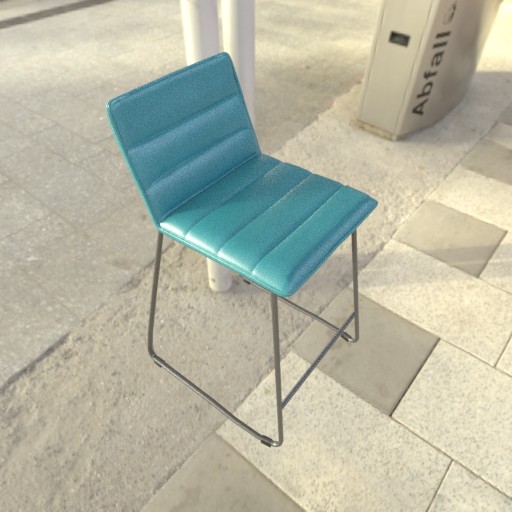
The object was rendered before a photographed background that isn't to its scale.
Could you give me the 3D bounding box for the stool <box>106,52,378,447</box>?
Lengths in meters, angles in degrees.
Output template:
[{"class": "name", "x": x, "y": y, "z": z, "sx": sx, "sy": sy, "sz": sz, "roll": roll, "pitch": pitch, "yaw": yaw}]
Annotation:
[{"class": "stool", "x": 0.000, "y": 0.000, "z": 1.190, "sx": 0.524, "sy": 0.866, "sz": 0.489, "roll": 28, "pitch": 50, "yaw": 26}]
